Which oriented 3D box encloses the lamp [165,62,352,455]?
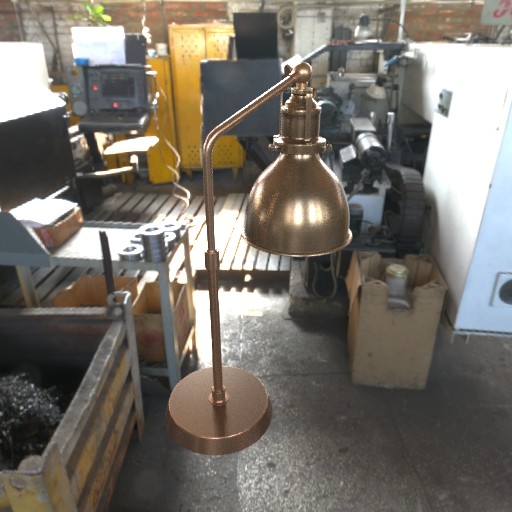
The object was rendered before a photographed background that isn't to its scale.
[{"bbox_3d":[0.000,0.000,0.573,0.286,0.456,0.153,-19,32,-33],"label":"lamp"}]
